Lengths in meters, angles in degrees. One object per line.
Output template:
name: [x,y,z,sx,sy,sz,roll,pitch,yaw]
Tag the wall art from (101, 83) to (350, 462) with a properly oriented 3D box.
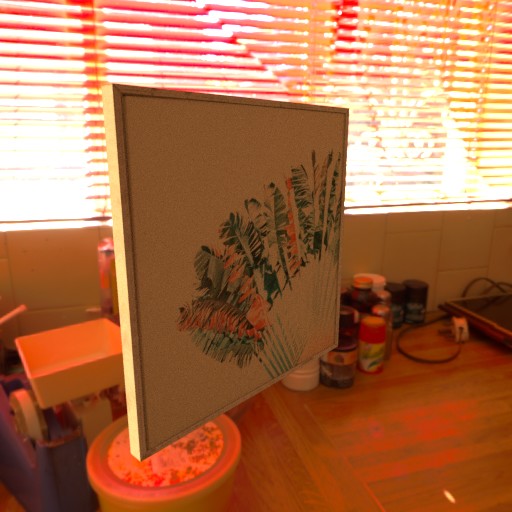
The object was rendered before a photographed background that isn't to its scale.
wall art: [0.000,0.000,1.132,0.038,0.757,0.760,13,19,41]
